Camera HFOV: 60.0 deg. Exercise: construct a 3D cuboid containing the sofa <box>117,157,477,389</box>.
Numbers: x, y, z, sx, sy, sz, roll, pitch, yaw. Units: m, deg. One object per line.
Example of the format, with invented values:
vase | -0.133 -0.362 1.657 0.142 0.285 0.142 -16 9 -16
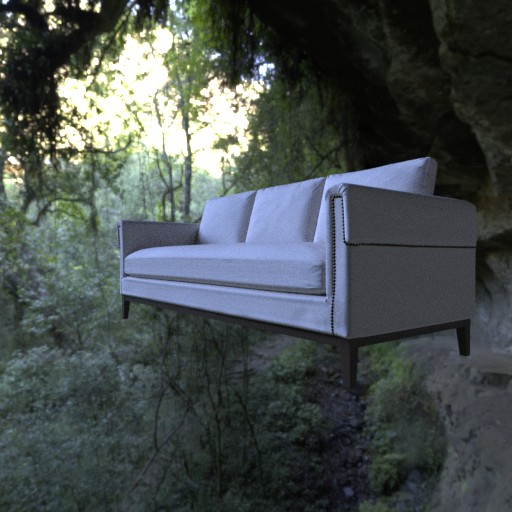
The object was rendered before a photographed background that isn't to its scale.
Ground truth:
sofa | 0.000 0.000 2.618 0.902 0.911 2.198 0 0 -38
